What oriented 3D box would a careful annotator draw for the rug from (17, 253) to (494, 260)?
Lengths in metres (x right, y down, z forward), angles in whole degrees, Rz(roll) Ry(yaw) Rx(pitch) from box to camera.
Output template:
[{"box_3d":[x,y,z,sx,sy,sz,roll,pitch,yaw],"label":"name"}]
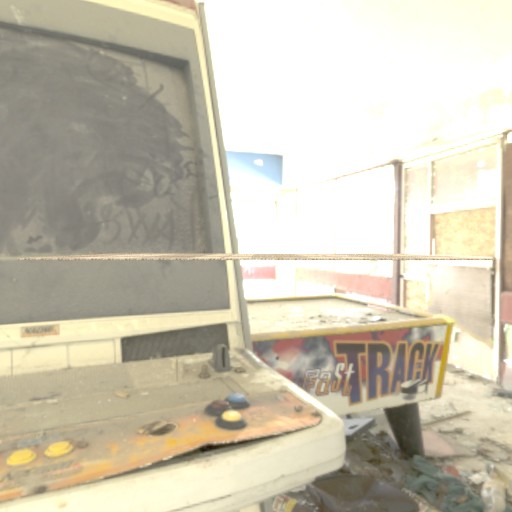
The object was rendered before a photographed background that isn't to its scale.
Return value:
[{"box_3d":[0.000,0.000,3.043,2.464,0.010,1.549,0,1,1],"label":"rug"}]
